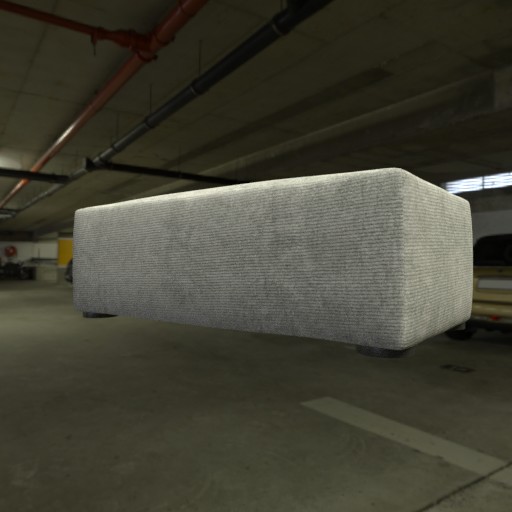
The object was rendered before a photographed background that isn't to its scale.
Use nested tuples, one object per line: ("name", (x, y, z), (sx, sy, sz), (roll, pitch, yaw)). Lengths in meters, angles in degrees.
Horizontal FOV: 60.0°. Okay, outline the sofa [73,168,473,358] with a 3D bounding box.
("sofa", (0.000, 0.000, 1.125), (0.930, 0.330, 0.480), (-1, -1, 37))
